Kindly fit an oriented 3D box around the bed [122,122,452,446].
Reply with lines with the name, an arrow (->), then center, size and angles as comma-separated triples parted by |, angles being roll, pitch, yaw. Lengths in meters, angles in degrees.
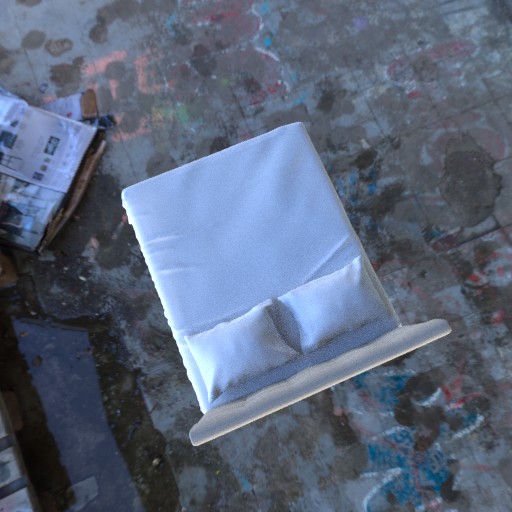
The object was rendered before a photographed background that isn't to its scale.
bed -> 0.000, 0.000, 3.473 | 1.936, 1.577, 2.222 | -22, 78, -5
